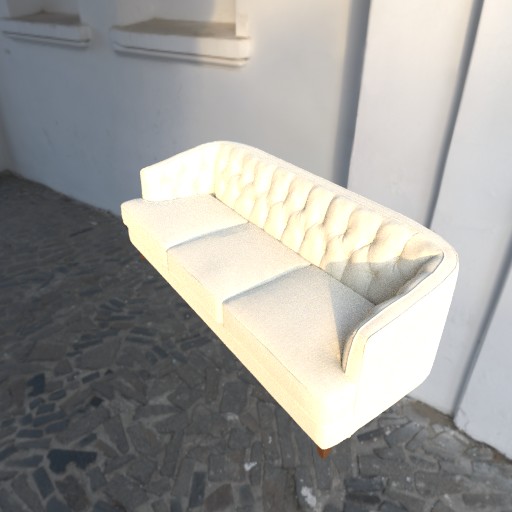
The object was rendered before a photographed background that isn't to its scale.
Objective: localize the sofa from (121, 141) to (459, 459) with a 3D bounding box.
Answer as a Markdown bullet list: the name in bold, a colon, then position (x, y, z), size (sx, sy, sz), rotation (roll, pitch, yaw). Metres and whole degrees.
- **sofa**: position (0.000, 0.000, 2.738), size (0.941, 0.855, 2.278), rotation (-20, 37, -29)
